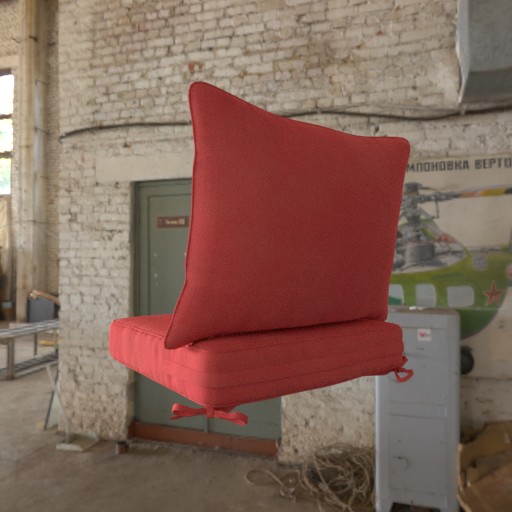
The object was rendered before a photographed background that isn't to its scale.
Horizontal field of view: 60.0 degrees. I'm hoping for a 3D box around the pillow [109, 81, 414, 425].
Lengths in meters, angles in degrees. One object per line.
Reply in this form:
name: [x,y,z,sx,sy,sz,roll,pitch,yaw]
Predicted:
pillow: [0.000,0.000,1.365,0.798,0.725,0.733,1,-1,-37]
